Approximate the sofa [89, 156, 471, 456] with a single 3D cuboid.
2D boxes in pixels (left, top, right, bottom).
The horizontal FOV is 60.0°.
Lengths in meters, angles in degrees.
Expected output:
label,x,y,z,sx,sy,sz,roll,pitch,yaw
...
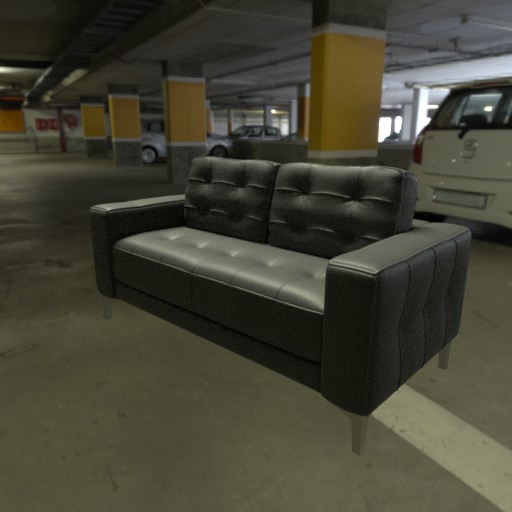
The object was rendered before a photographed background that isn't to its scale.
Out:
label,x,y,z,sx,sy,sz,roll,pitch,yaw
sofa,0.000,0.000,2.144,1.726,0.892,0.833,14,21,41
